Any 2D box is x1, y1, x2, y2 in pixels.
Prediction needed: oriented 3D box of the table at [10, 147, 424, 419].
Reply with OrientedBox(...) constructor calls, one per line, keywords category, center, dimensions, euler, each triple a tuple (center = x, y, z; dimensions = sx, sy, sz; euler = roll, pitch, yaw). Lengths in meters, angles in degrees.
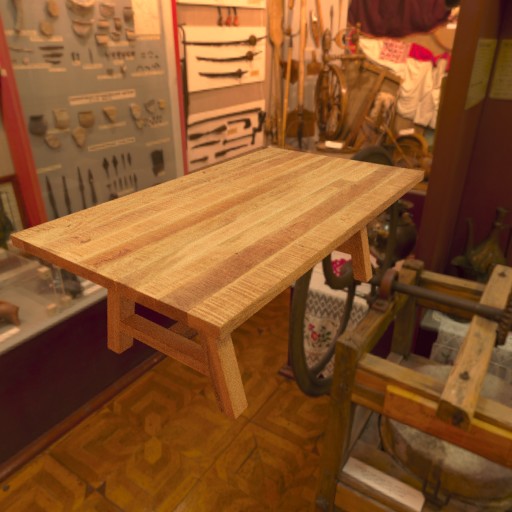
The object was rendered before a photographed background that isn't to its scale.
OrientedBox(category="table", center=(0.000, 0.000, 1.632), dimensions=(0.760, 0.455, 1.320), euler=(18, 31, 31))
